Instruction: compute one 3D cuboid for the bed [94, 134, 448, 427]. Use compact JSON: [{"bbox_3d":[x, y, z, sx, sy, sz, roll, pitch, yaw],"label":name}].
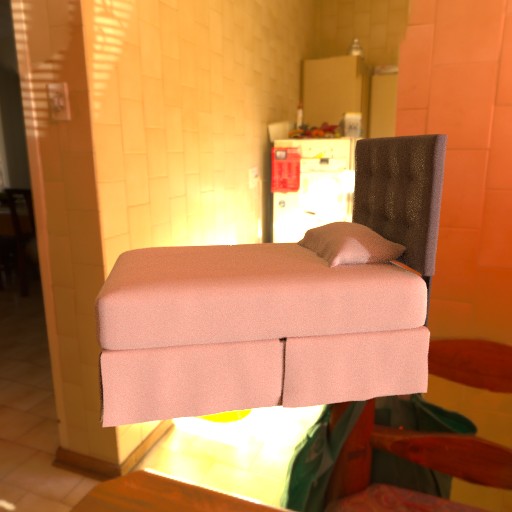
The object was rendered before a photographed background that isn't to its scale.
[{"bbox_3d":[0.000,0.000,3.000,1.997,1.571,1.261,-2,13,-10],"label":"bed"}]
